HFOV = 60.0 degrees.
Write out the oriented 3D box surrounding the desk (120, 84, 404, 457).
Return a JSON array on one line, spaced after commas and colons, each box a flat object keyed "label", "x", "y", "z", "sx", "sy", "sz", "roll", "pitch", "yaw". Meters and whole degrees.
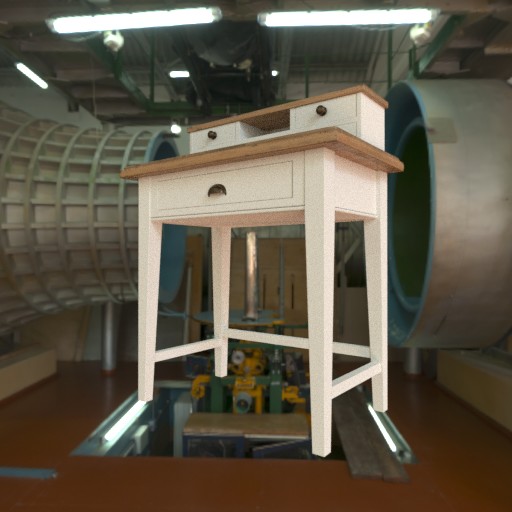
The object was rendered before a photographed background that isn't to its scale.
[{"label": "desk", "x": 0.000, "y": 0.000, "z": 1.449, "sx": 0.814, "sy": 0.981, "sz": 0.462, "roll": 0, "pitch": 0, "yaw": 37}]
